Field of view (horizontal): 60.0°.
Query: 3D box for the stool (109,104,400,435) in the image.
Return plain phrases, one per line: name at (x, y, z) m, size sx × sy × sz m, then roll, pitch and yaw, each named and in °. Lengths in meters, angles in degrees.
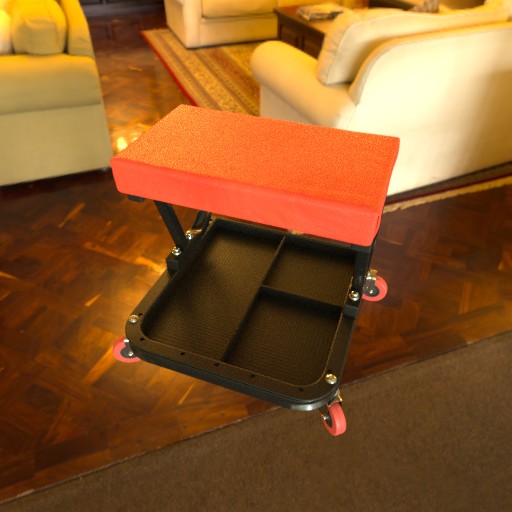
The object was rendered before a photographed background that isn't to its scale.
stool at (0.000, 0.000, 0.740) m, size 0.446 × 0.380 × 0.371 m, roll 14°, pitch 43°, yaw 15°
